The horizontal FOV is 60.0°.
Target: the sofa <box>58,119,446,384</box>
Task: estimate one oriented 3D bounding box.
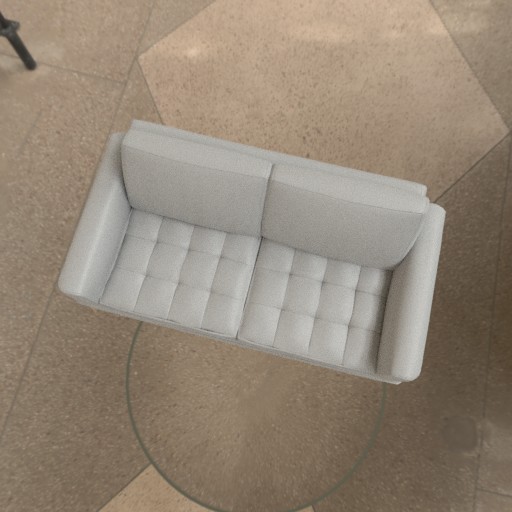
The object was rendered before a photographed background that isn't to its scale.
[{"bbox_3d":[0.000,0.000,2.768,2.177,0.930,1.121,14,76,4],"label":"sofa"}]
